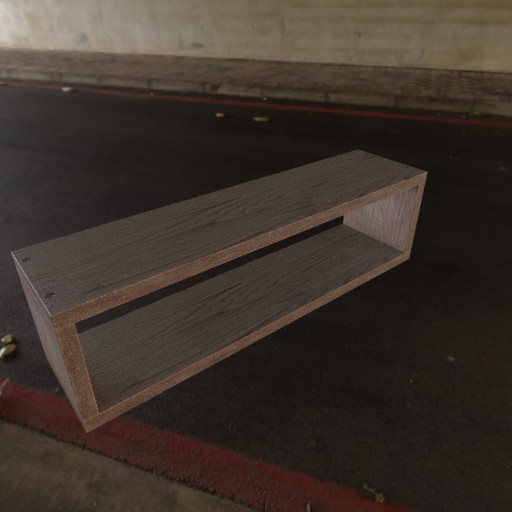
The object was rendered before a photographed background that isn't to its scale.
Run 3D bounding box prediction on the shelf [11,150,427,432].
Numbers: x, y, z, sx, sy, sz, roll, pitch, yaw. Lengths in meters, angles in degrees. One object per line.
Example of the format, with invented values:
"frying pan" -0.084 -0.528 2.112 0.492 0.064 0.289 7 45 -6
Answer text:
"shelf" 0.000 0.000 0.672 0.610 0.170 0.150 -22 38 -32
